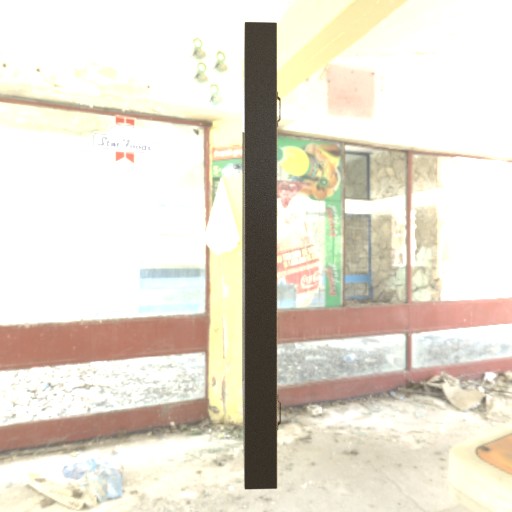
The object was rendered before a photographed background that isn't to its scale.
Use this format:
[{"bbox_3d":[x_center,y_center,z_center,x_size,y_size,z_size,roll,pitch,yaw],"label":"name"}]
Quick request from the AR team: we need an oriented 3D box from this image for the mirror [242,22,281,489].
[{"bbox_3d":[0.000,0.000,0.685,0.041,0.509,0.406,0,0,-2],"label":"mirror"}]
